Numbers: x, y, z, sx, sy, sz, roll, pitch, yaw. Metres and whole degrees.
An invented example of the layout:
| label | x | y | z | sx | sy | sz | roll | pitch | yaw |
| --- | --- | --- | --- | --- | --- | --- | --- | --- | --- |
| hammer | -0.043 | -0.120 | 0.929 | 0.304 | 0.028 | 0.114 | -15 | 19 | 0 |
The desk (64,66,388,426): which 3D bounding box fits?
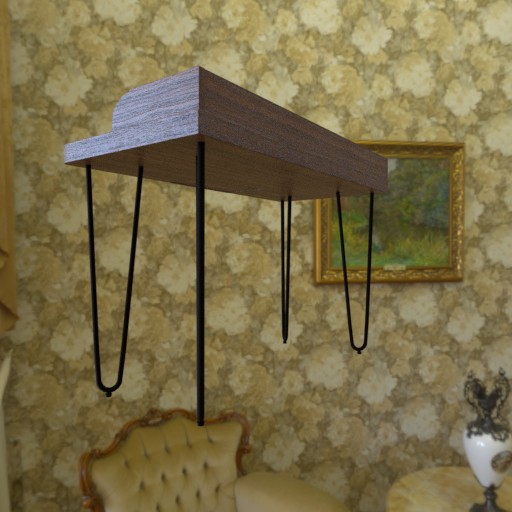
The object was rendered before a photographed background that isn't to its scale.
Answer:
| label | x | y | z | sx | sy | sz | roll | pitch | yaw |
| --- | --- | --- | --- | --- | --- | --- | --- | --- | --- |
| desk | 0.000 | 0.000 | 1.637 | 0.565 | 0.854 | 1.200 | 0 | 0 | 36 |
